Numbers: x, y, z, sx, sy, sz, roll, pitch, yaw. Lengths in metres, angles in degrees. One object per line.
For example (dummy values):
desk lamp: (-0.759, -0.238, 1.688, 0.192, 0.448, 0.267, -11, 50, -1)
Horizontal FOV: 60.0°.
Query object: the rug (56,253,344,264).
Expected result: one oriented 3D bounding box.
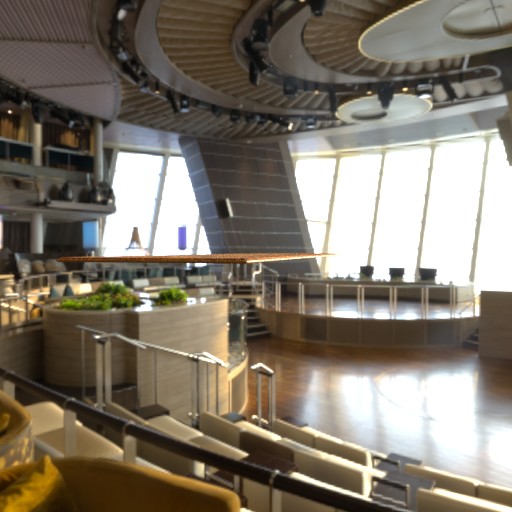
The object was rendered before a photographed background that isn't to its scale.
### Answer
rug: (0.000, 0.000, 1.984, 0.556, 0.013, 1.820, 0, 1, 18)
